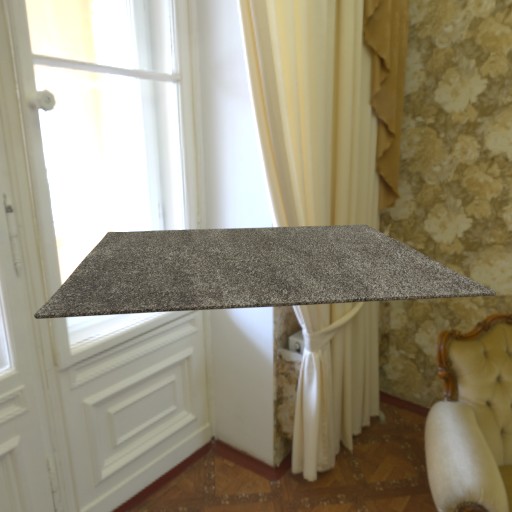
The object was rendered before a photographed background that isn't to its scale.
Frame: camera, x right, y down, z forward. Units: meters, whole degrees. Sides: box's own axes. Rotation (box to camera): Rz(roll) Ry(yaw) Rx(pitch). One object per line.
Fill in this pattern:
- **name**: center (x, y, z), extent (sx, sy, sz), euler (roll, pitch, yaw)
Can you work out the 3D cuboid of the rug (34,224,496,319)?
- **rug**: center (0.000, 0.000, 3.980), extent (3.000, 0.025, 2.401), euler (-2, 15, -7)
